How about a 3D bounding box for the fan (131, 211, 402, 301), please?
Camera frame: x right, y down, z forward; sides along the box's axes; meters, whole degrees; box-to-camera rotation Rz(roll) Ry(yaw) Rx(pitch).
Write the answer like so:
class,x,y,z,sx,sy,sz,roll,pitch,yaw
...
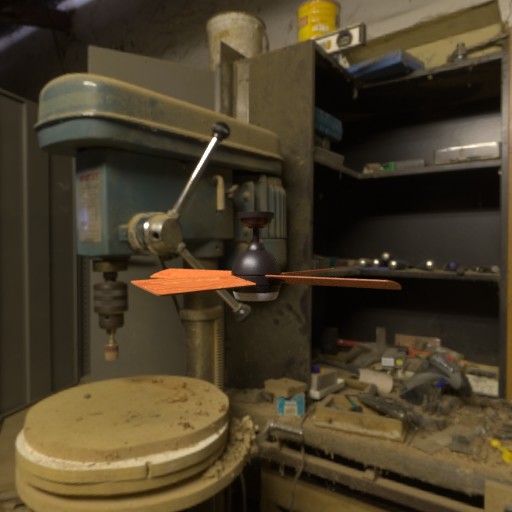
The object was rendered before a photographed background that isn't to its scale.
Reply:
class,x,y,z,sx,sy,sz,roll,pitch,yaw
fan,0.000,0.000,2.071,1.332,0.403,1.332,1,1,36
